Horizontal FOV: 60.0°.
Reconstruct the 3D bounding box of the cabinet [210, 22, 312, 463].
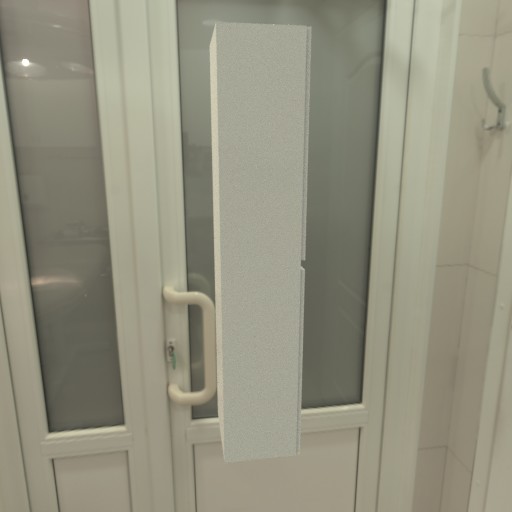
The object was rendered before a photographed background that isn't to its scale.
[{"bbox_3d":[0.000,0.000,1.542,0.270,1.400,0.300,-2,14,-9],"label":"cabinet"}]
